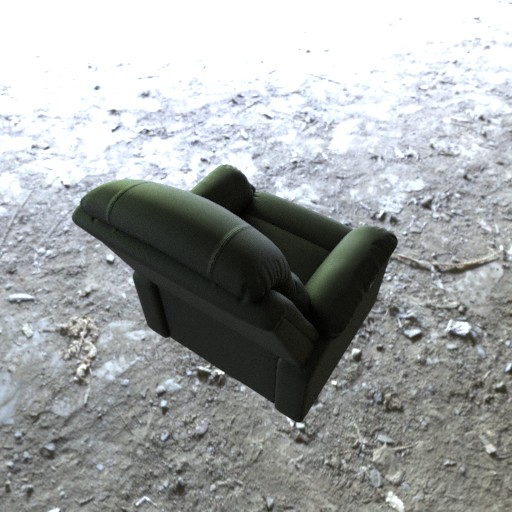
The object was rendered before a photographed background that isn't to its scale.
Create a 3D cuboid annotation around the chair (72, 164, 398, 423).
[{"bbox_3d":[0.000,0.000,1.665,0.855,0.992,0.919,26,52,22],"label":"chair"}]
